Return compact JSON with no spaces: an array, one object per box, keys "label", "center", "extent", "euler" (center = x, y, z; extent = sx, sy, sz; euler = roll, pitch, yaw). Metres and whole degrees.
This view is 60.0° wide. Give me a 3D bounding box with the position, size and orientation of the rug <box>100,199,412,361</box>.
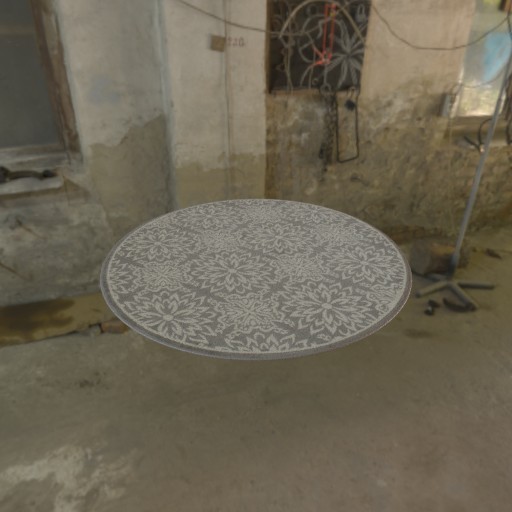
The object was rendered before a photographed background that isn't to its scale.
[{"label":"rug","center":[0.000,0.000,2.368],"extent":[1.593,0.012,1.593],"euler":[0,30,0]}]
